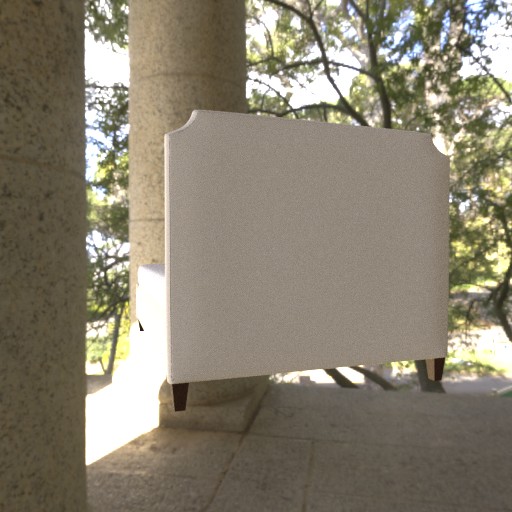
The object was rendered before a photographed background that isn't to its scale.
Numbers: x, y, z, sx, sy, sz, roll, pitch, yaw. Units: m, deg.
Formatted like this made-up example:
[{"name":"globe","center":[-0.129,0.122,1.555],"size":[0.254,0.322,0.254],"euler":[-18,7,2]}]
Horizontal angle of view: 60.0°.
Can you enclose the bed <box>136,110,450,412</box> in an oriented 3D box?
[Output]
[{"name":"bed","center":[0.000,0.000,3.504],"size":[1.712,1.497,2.372],"euler":[0,1,-19]}]
